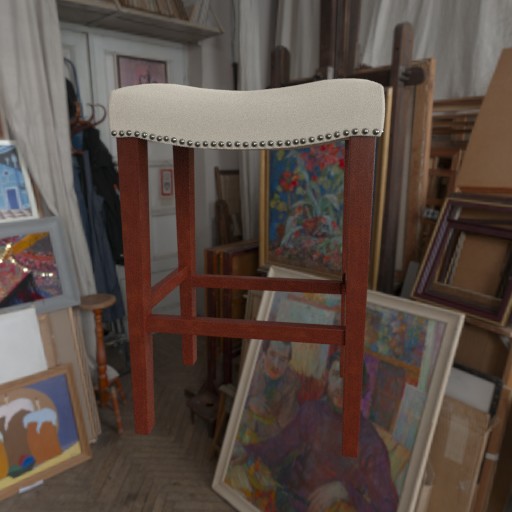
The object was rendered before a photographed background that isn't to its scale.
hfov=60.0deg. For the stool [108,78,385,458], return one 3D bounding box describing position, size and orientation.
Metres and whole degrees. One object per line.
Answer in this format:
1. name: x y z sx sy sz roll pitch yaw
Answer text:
1. stool: 0.000 0.000 1.026 0.504 0.742 0.372 2 14 9
